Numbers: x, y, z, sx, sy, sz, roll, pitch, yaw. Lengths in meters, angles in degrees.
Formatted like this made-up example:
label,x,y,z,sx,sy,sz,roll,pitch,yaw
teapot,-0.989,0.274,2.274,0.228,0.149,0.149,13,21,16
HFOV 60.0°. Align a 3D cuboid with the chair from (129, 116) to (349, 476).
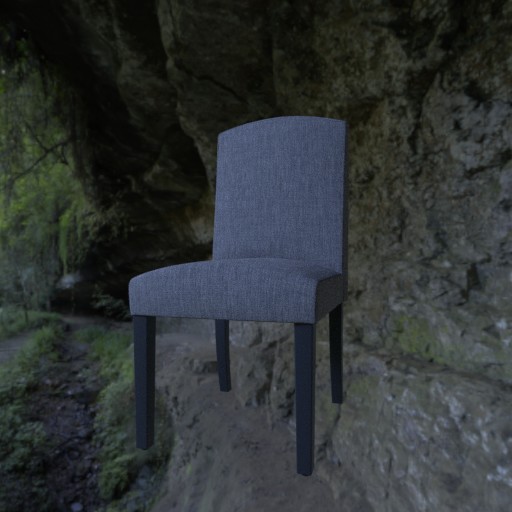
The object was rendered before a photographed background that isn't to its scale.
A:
label,x,y,z,sx,sy,sz,roll,pitch,yaw
chair,0.000,0.000,1.223,0.451,0.917,0.580,0,0,19
